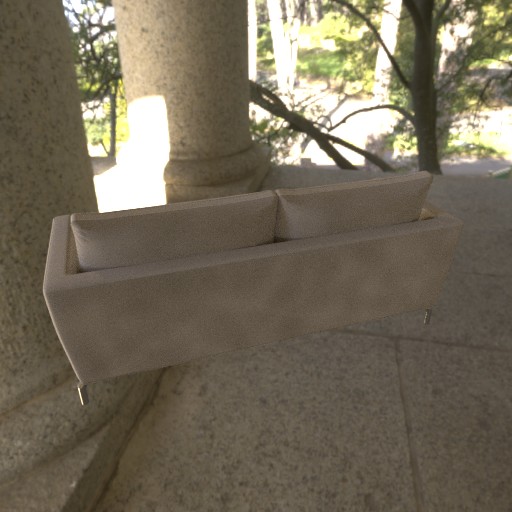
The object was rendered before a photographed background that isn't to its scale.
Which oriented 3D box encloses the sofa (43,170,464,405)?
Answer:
[{"bbox_3d":[0.000,0.000,2.655,2.214,1.005,0.868,-9,30,-16],"label":"sofa"}]
